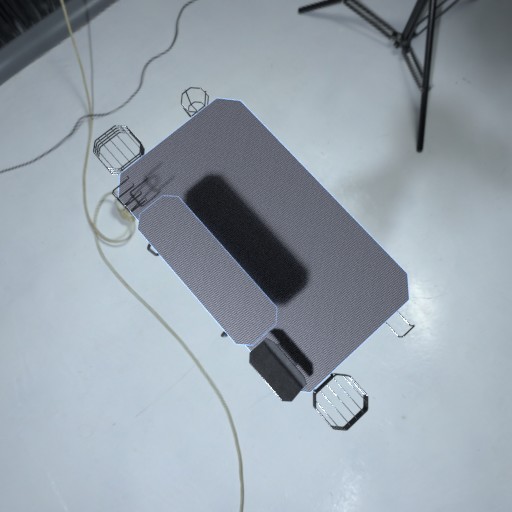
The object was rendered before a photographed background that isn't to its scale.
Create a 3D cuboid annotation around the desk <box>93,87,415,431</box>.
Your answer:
[{"bbox_3d":[0.000,0.000,1.782,0.594,0.909,1.295,-41,81,-8],"label":"desk"}]
